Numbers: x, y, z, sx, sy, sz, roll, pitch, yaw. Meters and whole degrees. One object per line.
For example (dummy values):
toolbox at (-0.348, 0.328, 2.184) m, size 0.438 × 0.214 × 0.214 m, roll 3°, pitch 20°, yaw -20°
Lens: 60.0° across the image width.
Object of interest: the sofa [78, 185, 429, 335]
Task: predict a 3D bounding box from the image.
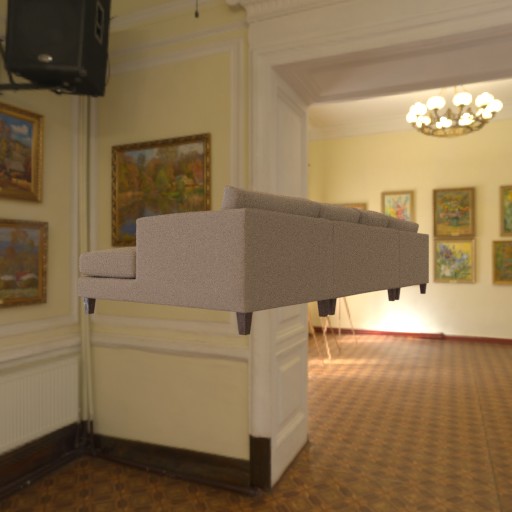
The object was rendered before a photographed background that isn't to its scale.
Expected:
sofa at (0.000, 0.000, 4.444) m, size 2.424 × 0.865 × 3.438 m, roll 0°, pitch 0°, yaw 37°
